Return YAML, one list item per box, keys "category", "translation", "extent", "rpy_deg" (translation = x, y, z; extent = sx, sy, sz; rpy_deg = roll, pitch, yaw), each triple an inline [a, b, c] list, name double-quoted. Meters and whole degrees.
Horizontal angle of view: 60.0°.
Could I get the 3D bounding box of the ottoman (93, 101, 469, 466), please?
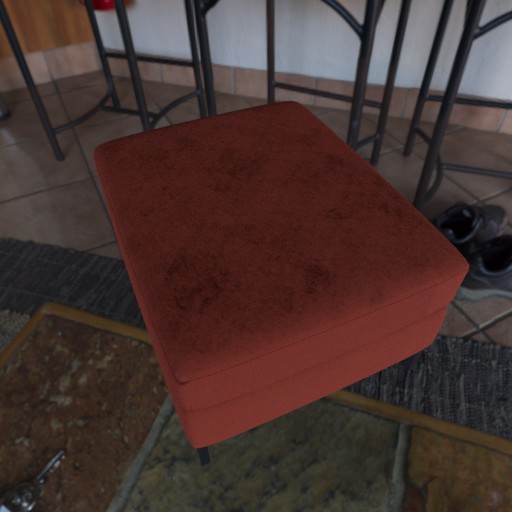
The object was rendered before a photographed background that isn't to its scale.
- category: "ottoman"
  translation: [0.000, 0.000, 1.185]
  extent: [0.650, 0.462, 0.782]
  rpy_deg: [-18, 49, -17]
